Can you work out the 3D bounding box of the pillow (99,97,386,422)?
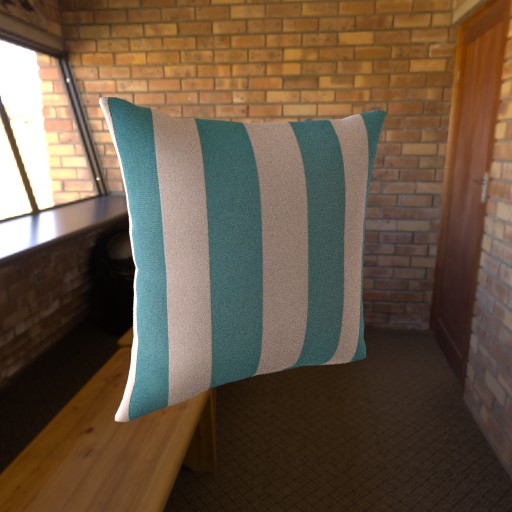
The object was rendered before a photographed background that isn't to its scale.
[{"bbox_3d":[0.000,0.000,0.807,0.536,0.526,0.189,-7,15,-25],"label":"pillow"}]
